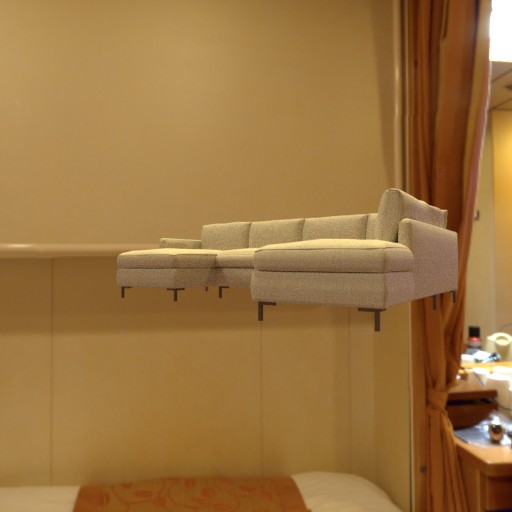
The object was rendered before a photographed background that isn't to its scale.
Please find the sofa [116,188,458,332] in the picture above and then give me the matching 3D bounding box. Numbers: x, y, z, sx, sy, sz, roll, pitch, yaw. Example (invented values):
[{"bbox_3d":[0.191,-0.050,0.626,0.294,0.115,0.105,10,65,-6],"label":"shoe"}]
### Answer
[{"bbox_3d":[0.000,0.000,3.569,2.737,0.756,1.879,-1,-1,35],"label":"sofa"}]
